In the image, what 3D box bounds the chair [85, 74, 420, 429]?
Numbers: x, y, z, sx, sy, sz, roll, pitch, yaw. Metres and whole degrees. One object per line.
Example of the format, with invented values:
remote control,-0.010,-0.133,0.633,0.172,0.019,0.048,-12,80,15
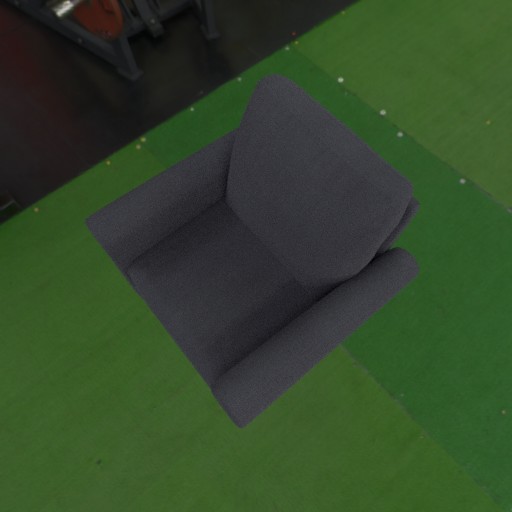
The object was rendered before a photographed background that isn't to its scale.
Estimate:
chair,0.000,0.000,1.601,0.828,0.942,0.867,-36,70,-16
